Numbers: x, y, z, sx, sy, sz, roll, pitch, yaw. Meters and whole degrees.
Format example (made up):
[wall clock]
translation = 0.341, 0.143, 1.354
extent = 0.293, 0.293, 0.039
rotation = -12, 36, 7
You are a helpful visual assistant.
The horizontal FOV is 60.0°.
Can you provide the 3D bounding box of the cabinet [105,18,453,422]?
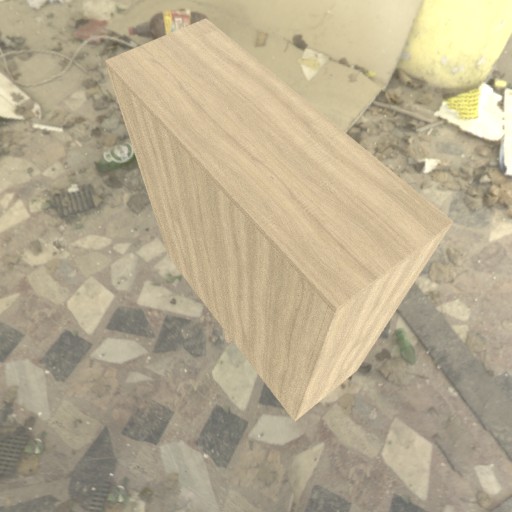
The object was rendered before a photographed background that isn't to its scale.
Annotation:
[cabinet]
translation = 0.000, 0.000, 1.868
extent = 0.398, 1.388, 1.111
rotation = -33, 64, -18
